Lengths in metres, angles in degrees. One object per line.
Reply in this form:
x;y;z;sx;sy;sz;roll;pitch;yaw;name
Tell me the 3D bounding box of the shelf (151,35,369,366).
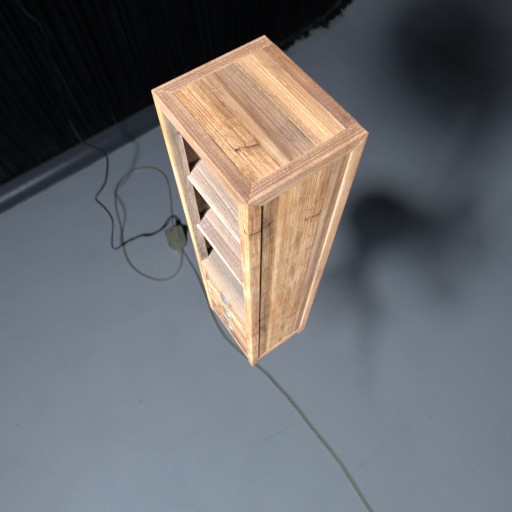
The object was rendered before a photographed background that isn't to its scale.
0.000;0.000;2.136;0.428;1.900;0.500;-33;68;-15;shelf
